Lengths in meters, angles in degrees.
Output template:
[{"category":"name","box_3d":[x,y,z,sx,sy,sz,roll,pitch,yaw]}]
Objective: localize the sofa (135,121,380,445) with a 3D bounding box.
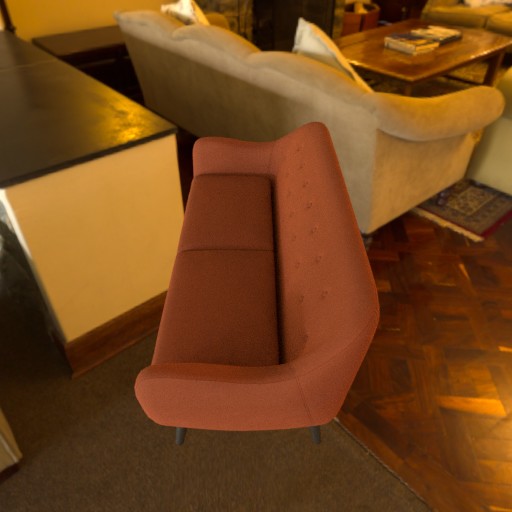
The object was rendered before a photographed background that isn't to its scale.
[{"category":"sofa","box_3d":[0.000,0.000,2.234,0.820,0.836,1.840,0,39,0]}]
